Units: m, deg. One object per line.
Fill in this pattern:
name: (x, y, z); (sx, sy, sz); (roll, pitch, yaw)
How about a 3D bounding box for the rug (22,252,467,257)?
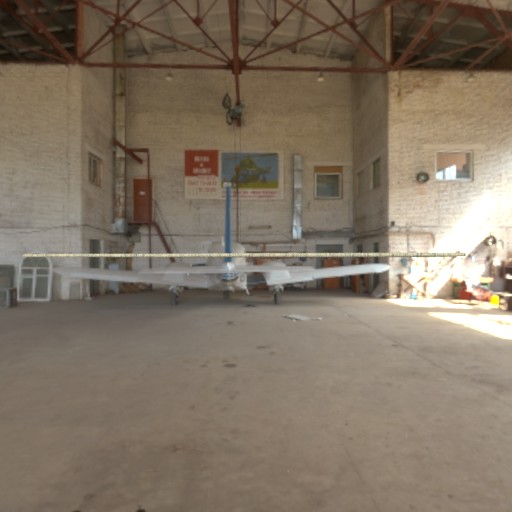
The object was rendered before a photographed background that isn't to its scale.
rug: (0.000, 0.000, 2.307); (1.846, 0.014, 1.243); (0, 0, 18)
